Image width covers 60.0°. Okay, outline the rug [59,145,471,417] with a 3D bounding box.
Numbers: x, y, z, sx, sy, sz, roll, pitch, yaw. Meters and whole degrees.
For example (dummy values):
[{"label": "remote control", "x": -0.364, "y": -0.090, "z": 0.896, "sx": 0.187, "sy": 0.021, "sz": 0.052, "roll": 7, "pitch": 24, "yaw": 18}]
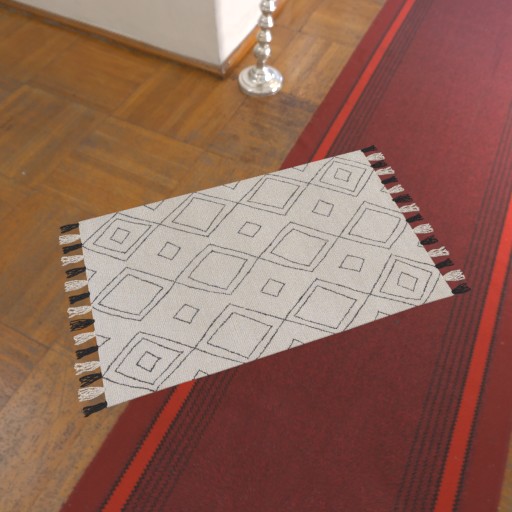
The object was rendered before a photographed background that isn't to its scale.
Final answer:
[{"label": "rug", "x": 0.000, "y": 0.000, "z": 3.295, "sx": 2.755, "sy": 0.021, "sz": 1.524, "roll": -16, "pitch": 59, "yaw": -10}]
